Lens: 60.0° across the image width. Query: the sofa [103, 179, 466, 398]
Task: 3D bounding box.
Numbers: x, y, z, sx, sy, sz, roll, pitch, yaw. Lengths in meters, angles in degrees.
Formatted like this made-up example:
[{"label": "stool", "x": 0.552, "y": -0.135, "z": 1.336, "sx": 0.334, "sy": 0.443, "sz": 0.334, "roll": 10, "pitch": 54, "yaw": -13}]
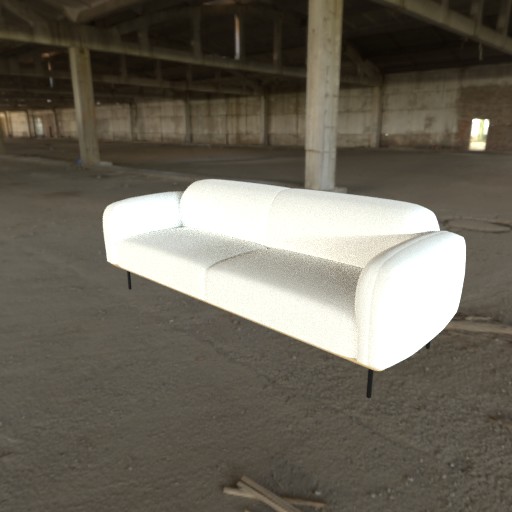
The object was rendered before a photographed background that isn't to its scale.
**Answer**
[{"label": "sofa", "x": 0.000, "y": 0.000, "z": 2.734, "sx": 2.280, "sy": 0.780, "sz": 0.870, "roll": 15, "pitch": 22, "yaw": 41}]
